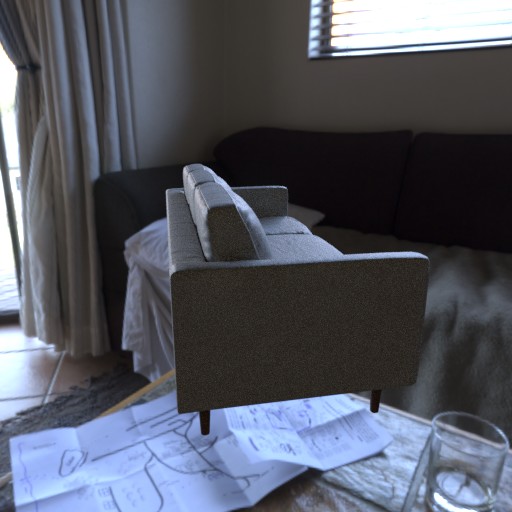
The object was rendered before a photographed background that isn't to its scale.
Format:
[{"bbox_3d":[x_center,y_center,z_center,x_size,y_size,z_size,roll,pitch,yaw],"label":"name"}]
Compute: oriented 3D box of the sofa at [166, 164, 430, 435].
[{"bbox_3d":[0.000,0.000,2.459,0.944,0.918,1.983,-3,16,-11],"label":"sofa"}]
